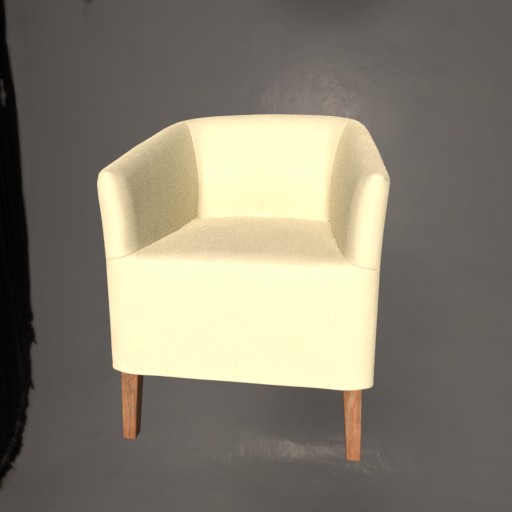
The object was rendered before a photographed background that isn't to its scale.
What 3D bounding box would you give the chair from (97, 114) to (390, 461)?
[{"bbox_3d":[0.000,0.000,1.289,0.643,0.822,0.657,2,14,8],"label":"chair"}]
